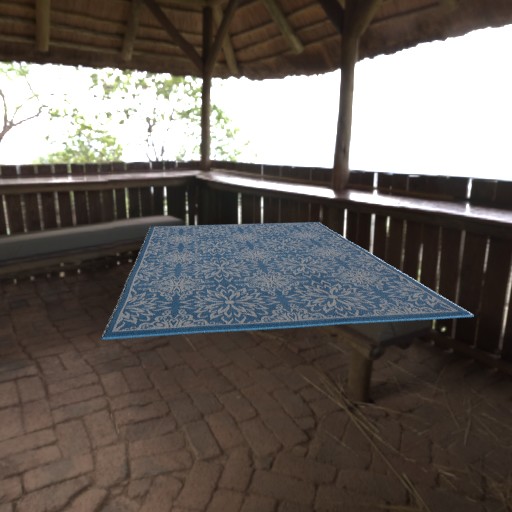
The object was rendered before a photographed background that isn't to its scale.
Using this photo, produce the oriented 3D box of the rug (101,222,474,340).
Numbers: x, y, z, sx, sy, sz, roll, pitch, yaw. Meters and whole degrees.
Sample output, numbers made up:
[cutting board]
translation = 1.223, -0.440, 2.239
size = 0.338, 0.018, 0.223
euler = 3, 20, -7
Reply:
[rug]
translation = 0.000, 0.000, 3.452
size = 1.830, 0.018, 2.769
euler = -2, 14, -8
